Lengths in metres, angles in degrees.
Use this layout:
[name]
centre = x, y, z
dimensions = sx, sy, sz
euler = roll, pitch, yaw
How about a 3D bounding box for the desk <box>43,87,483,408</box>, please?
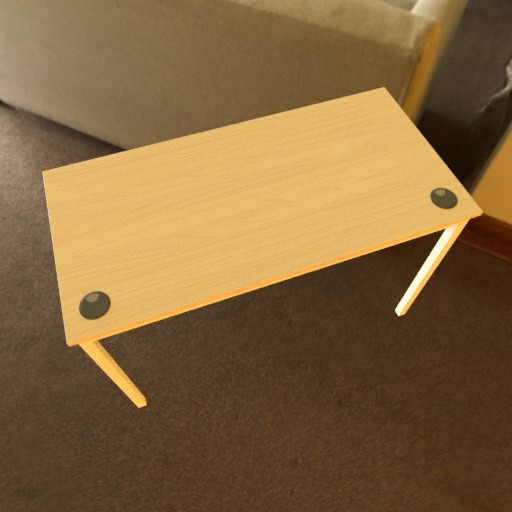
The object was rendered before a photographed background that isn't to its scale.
[desk]
centre = 0.000, 0.000, 1.656
dimensions = 1.200, 0.750, 0.600
euler = -17, 60, -10
